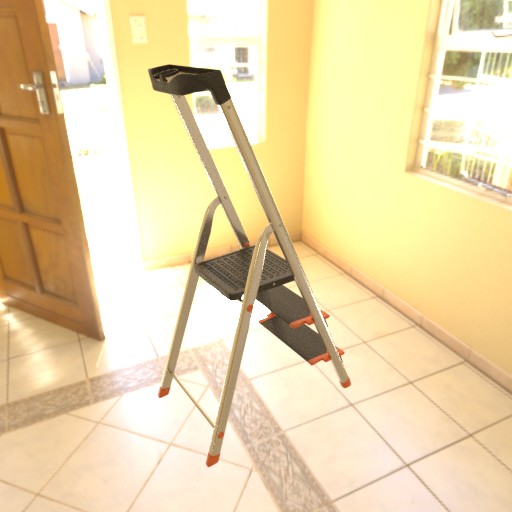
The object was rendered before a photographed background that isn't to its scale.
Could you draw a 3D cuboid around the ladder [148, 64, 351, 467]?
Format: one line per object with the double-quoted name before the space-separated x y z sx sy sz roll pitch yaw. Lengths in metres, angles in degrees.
"ladder" 0.000 0.000 1.545 0.686 1.229 0.416 -18 31 -31
